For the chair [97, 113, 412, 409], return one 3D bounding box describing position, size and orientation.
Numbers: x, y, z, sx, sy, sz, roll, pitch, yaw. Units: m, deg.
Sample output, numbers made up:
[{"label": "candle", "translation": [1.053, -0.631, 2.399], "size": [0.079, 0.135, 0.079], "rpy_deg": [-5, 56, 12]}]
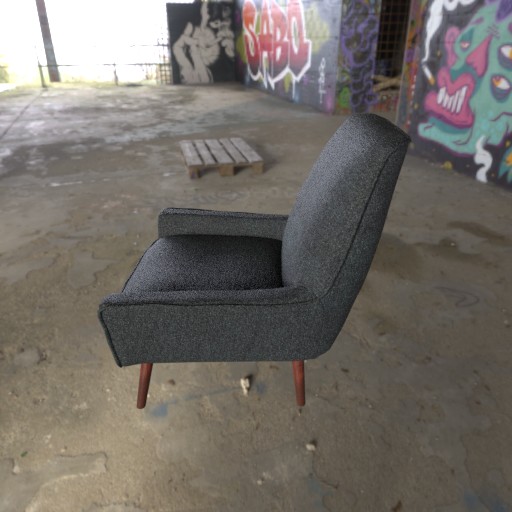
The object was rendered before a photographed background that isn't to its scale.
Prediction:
[{"label": "chair", "translation": [0.000, 0.000, 1.504], "size": [0.859, 0.883, 0.763], "rpy_deg": [1, 26, 2]}]
